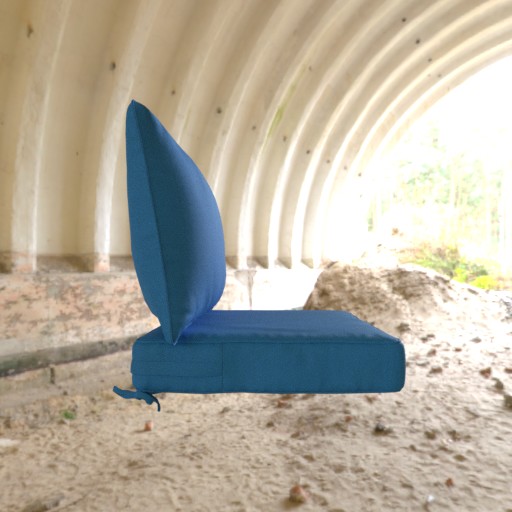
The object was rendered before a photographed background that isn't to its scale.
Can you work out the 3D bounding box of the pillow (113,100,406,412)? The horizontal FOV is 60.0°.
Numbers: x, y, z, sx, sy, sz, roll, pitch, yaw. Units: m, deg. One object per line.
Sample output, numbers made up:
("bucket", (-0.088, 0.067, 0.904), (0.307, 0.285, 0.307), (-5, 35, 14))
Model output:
("pillow", (0.000, 0.000, 1.390), (0.733, 0.725, 0.798), (0, -1, 1))
